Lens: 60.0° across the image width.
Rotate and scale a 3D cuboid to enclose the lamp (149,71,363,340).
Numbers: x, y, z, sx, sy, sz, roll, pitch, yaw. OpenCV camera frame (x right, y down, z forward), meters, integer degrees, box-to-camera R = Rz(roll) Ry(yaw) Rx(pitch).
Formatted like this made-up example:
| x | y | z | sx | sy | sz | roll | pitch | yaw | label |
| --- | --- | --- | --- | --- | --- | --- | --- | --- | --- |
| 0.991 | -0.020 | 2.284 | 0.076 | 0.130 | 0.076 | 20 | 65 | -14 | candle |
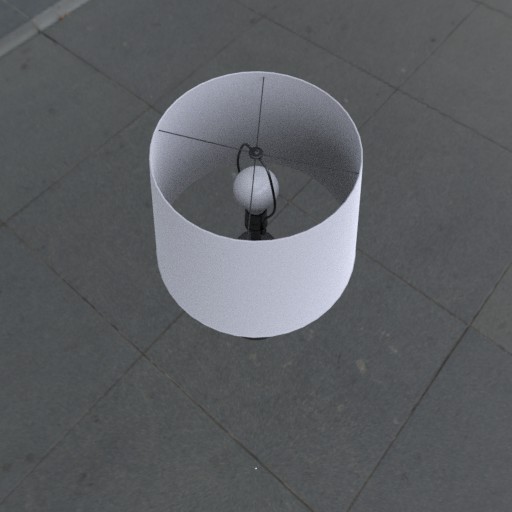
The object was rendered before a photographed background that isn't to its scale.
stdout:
| x | y | z | sx | sy | sz | roll | pitch | yaw | label |
| --- | --- | --- | --- | --- | --- | --- | --- | --- | --- |
| 0.000 | 0.000 | 0.793 | 0.331 | 0.594 | 0.331 | 0 | 64 | 0 | lamp |
